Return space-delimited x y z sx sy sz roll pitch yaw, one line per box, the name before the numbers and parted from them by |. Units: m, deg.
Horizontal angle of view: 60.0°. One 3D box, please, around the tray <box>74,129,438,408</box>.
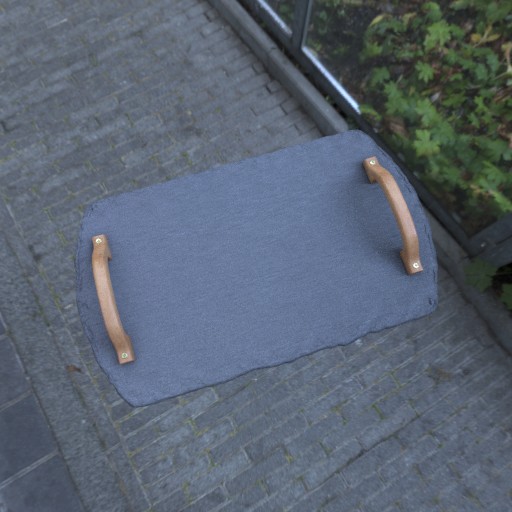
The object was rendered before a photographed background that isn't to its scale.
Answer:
tray | 0.000 0.000 0.470 0.387 0.062 0.231 -17 75 -5
